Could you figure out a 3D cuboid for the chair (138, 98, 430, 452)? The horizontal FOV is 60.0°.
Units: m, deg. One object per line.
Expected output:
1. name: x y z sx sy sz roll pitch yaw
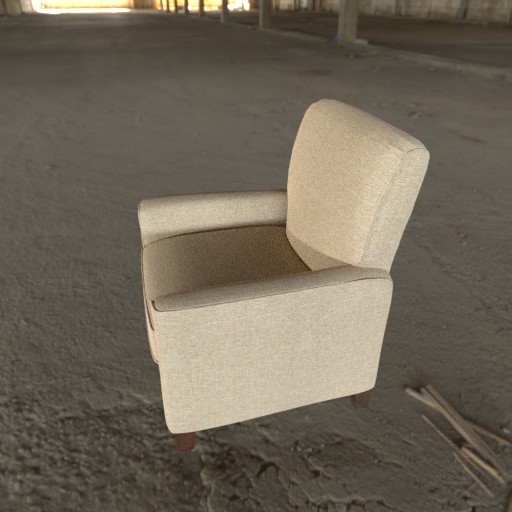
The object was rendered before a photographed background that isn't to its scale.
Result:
1. chair: 0.000 0.000 1.668 0.858 1.028 0.841 -8 31 -14
